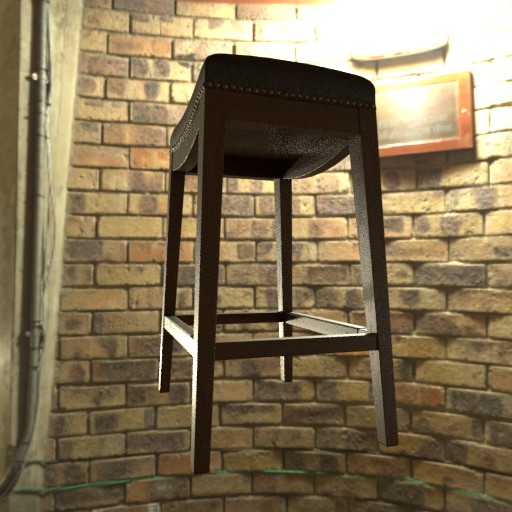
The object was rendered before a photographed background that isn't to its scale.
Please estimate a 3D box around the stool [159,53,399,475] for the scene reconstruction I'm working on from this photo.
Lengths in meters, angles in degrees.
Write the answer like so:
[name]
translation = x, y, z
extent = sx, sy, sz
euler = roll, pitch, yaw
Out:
[stool]
translation = 0.000, 0.000, 0.947
extent = 0.353, 0.664, 0.490
euler = 1, -2, -18
